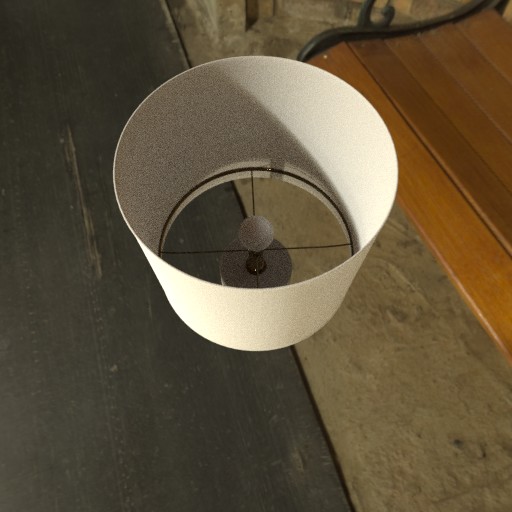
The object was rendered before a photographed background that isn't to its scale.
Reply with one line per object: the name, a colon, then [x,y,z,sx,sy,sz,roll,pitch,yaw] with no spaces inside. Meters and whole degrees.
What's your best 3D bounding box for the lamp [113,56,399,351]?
lamp: [0.000,0.000,0.530,0.229,0.380,0.229,0,65,0]
